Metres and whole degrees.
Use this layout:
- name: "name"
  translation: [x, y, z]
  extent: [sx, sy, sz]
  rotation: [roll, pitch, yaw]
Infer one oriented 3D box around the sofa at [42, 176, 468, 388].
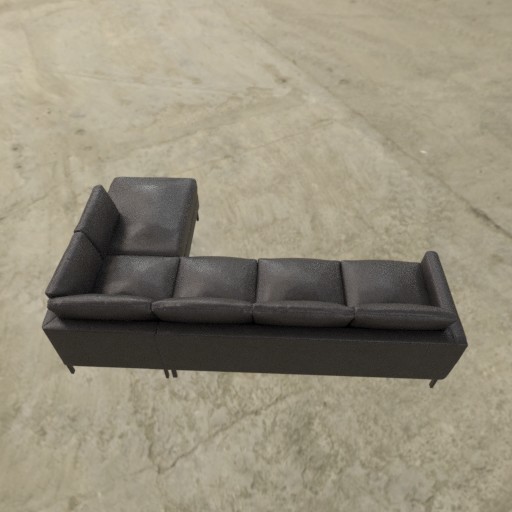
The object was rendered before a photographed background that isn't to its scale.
- name: "sofa"
  translation: [0.000, 0.000, 3.844]
  extent: [2.984, 0.877, 1.938]
  rotation: [2, 47, 2]
